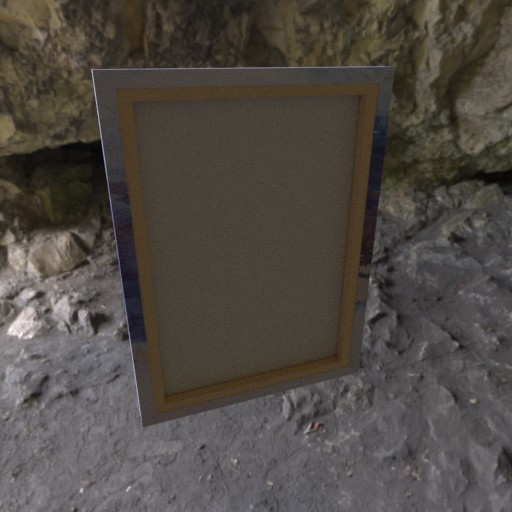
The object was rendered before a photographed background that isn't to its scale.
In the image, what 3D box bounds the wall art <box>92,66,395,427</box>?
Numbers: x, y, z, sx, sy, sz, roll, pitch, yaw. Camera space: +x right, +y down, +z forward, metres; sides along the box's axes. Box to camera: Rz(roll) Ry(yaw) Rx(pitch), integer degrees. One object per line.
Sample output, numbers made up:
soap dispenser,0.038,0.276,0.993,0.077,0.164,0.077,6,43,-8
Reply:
wall art,0.000,0.000,0.743,0.437,0.581,0.036,-8,26,-18
